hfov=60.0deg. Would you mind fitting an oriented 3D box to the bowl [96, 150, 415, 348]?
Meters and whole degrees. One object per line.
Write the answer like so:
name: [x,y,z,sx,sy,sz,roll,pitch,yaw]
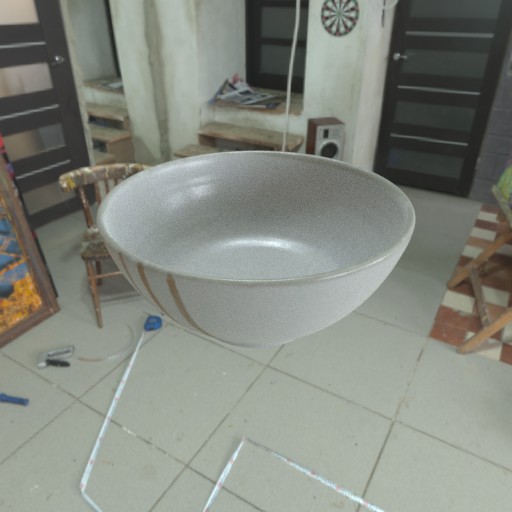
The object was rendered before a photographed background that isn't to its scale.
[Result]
bowl: [0.000,0.000,0.419,0.268,0.121,0.268,0,31,0]
